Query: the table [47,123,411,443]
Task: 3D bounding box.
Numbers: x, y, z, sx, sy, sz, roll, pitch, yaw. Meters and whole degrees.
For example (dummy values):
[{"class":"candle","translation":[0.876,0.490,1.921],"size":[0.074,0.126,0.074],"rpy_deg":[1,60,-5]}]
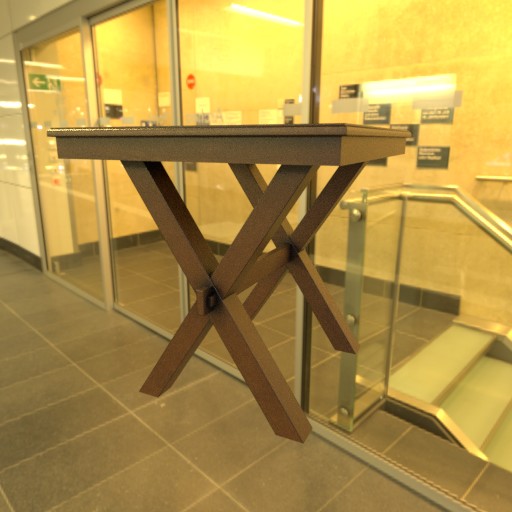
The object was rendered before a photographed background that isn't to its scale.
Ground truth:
[{"class":"table","translation":[0.000,0.000,1.024],"size":[0.560,0.562,0.602],"rpy_deg":[7,16,25]}]
